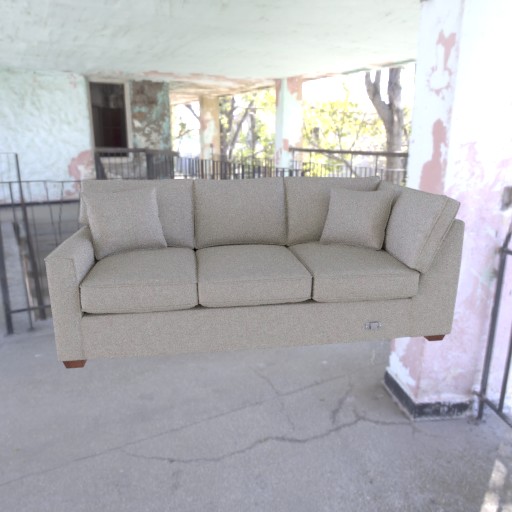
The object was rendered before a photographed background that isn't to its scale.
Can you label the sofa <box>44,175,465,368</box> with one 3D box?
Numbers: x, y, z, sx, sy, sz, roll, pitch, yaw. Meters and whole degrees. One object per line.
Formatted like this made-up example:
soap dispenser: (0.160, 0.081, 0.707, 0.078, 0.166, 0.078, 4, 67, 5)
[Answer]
sofa: (0.000, 0.000, 2.894, 2.317, 0.962, 1.061, -2, 15, -8)
